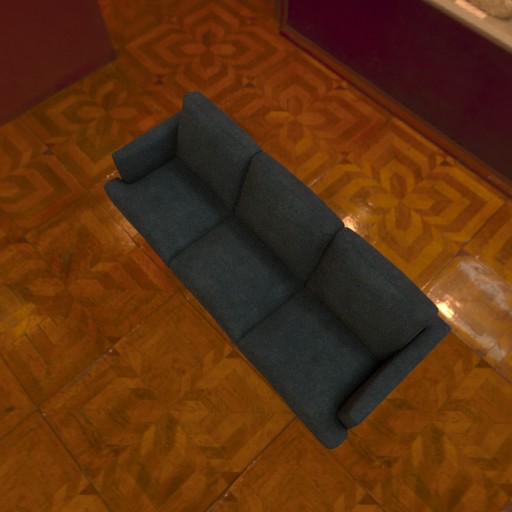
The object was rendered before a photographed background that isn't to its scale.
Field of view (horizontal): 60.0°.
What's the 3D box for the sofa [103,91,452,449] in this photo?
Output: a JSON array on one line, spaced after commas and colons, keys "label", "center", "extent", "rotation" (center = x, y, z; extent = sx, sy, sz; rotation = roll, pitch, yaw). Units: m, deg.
[{"label": "sofa", "center": [0.000, 0.000, 2.805], "extent": [0.903, 0.930, 2.246], "rotation": [-38, 70, -17]}]
